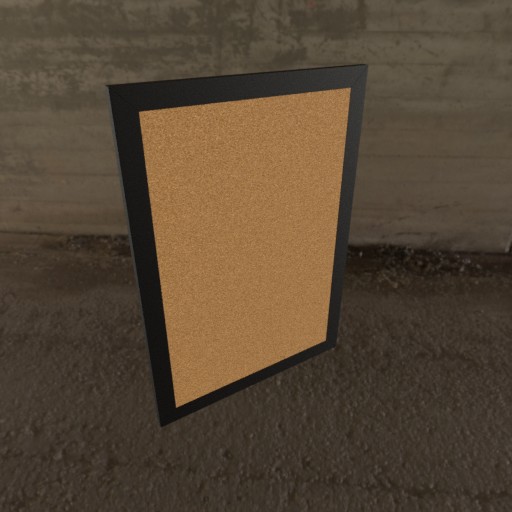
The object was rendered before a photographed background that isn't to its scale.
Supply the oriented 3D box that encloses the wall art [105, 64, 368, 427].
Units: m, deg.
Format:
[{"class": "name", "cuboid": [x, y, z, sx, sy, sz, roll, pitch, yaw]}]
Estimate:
[{"class": "wall art", "cuboid": [0.000, 0.000, 0.598, 0.326, 0.459, 0.011, -17, 34, -27]}]
